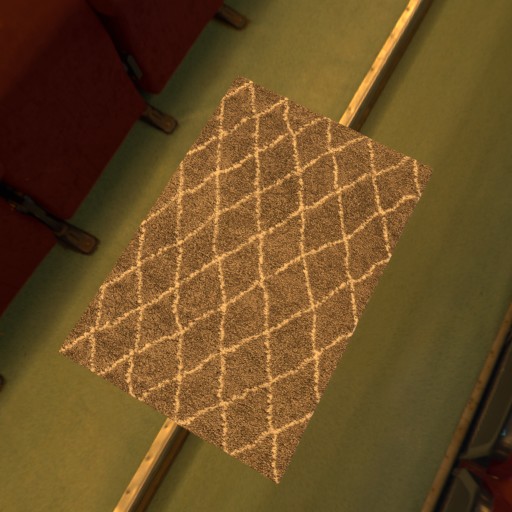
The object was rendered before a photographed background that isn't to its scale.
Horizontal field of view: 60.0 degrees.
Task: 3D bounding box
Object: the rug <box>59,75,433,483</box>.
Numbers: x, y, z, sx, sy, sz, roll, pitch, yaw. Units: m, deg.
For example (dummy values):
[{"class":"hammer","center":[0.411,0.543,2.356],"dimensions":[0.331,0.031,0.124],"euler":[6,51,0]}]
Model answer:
[{"class":"rug","center":[0.000,0.000,2.281],"dimensions":[1.219,0.030,1.778],"euler":[28,77,7]}]
